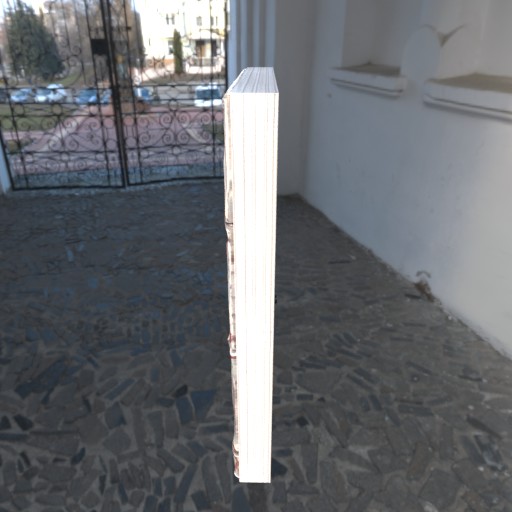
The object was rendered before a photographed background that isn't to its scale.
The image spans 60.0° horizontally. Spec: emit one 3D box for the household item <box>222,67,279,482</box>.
[{"bbox_3d":[0.000,0.000,0.287,0.025,0.216,0.165,1,26,1],"label":"household item"}]
